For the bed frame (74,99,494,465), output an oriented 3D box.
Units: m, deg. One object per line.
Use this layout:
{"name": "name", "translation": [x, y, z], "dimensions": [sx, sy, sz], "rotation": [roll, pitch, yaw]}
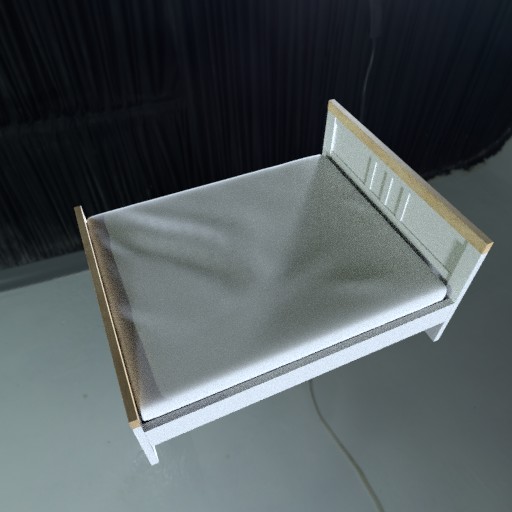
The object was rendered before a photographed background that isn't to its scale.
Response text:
{"name": "bed frame", "translation": [0.000, 0.000, 2.967], "dimensions": [2.050, 0.980, 1.670], "rotation": [-18, 50, -16]}
